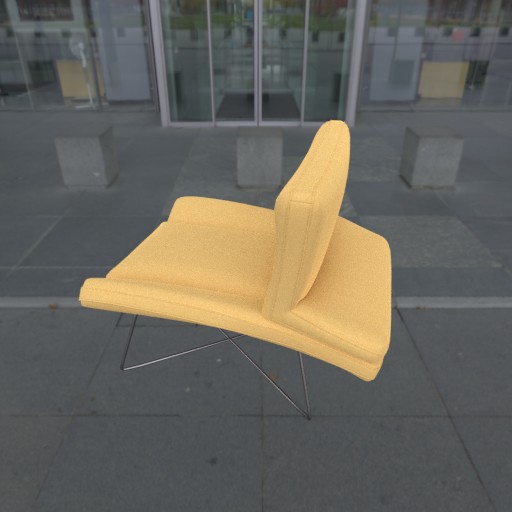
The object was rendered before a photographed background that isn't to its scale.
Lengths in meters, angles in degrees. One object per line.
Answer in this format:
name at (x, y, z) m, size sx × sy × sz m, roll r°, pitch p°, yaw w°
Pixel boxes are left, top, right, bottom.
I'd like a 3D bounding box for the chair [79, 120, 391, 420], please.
chair at (0.000, 0.000, 1.666) m, size 1.008 × 0.855 × 0.859 m, roll 8°, pitch 30°, yaw 13°
